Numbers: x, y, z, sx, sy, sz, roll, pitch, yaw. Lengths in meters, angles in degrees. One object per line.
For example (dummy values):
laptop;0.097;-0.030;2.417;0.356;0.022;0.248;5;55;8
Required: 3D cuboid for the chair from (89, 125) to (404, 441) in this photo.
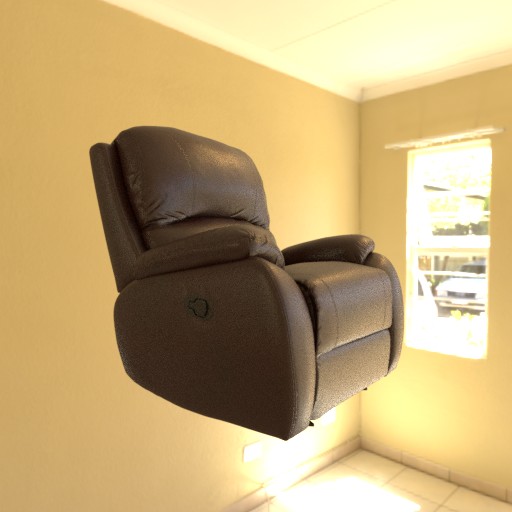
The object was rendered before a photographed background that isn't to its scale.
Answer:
chair;0.000;0.000;1.710;0.899;1.011;0.930;1;2;36
